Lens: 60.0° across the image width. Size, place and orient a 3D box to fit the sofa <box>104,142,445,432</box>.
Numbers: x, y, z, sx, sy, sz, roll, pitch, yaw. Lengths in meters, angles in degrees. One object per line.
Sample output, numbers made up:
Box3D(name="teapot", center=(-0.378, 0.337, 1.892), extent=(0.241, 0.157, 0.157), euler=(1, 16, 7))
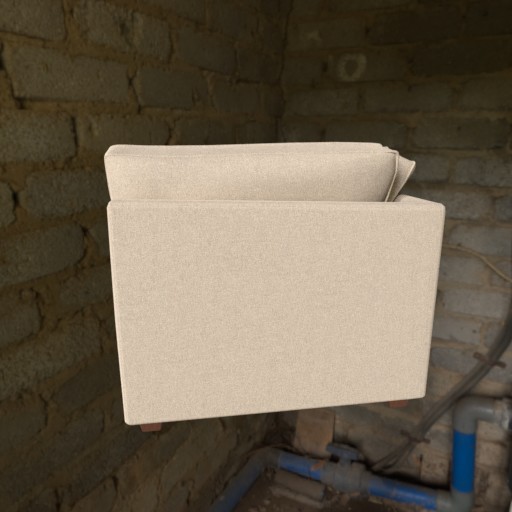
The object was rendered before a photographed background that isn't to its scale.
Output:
Box3D(name="sofa", center=(0.000, 0.000, 1.870), extent=(1.042, 0.937, 1.050), euler=(-2, 15, -9))
